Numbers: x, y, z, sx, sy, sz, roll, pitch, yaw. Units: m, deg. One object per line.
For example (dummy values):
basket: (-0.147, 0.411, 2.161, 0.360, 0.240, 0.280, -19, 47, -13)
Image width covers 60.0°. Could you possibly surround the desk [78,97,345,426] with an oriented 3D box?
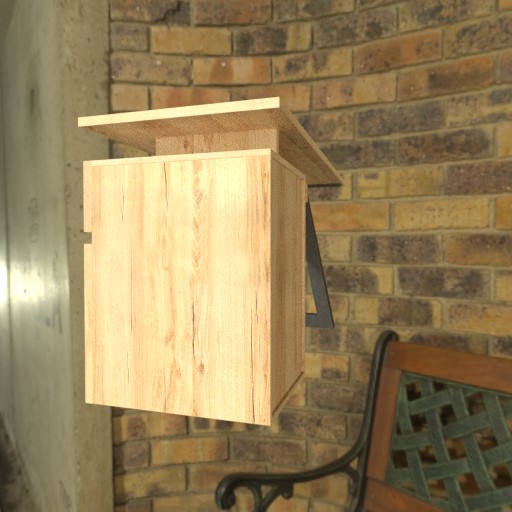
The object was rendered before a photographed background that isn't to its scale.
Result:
desk: (0.000, 0.000, 1.769, 0.550, 0.760, 1.400, 0, 1, 17)
